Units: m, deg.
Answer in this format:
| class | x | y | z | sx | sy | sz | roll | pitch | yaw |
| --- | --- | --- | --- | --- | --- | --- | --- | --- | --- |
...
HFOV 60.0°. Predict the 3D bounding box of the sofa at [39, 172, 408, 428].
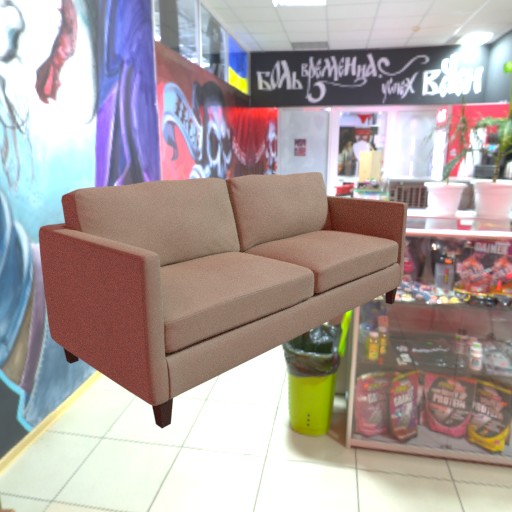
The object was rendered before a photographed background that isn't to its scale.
| class | x | y | z | sx | sy | sz | roll | pitch | yaw |
| --- | --- | --- | --- | --- | --- | --- | --- | --- | --- |
| sofa | 0.000 | 0.000 | 2.684 | 0.948 | 0.932 | 2.181 | 12 | 18 | 41 |
